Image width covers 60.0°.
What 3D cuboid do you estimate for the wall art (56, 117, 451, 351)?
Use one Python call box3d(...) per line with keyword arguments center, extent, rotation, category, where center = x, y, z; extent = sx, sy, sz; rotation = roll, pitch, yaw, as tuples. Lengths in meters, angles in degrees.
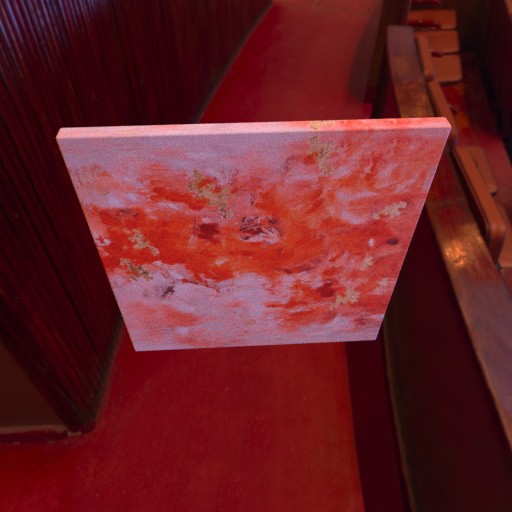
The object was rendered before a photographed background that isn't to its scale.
box3d(center=(0.000, 0.000, 1.125), extent=(0.747, 0.746, 0.064), rotation=(-2, 47, -2), category="wall art")
